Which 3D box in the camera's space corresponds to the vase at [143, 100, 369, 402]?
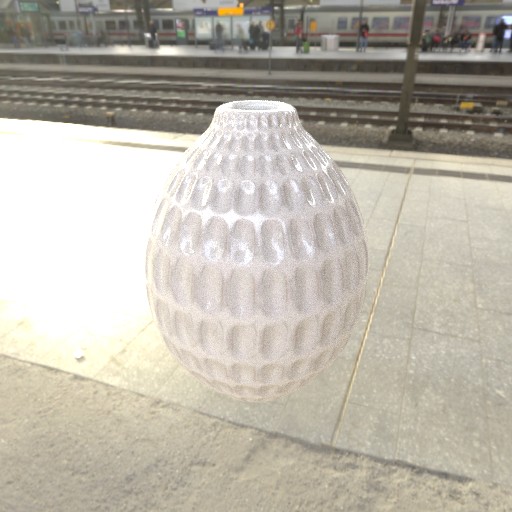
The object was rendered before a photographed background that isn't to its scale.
[{"bbox_3d":[0.000,0.000,0.257,0.128,0.167,0.128,0,27,0],"label":"vase"}]
